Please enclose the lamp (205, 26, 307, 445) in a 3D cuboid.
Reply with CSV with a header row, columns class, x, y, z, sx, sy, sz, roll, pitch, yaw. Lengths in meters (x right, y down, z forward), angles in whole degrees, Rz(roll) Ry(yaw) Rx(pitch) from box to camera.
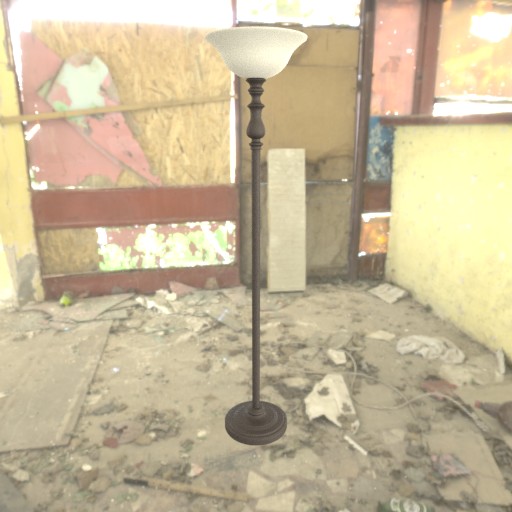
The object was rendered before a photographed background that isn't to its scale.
class,x,y,z,sx,sy,sz,roll,pitch,yaw
lamp,0.000,0.000,2.002,0.405,1.797,0.405,3,16,9
